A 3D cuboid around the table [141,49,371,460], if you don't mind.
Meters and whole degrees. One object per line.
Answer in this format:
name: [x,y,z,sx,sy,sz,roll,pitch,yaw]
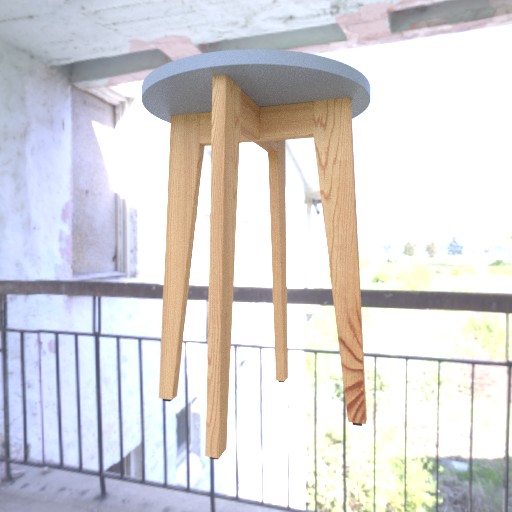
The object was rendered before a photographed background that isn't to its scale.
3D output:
table: [0.000,0.000,0.706,0.350,0.500,0.350,0,2,0]
